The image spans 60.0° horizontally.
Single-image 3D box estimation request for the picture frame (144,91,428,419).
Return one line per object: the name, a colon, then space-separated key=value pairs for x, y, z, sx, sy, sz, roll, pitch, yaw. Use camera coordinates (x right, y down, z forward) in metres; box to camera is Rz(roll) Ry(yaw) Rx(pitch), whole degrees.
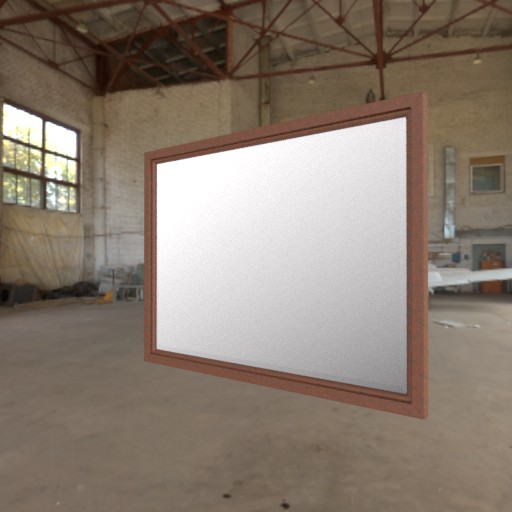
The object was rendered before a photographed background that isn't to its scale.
picture frame: x=0.000 y=0.000 z=1.785 sx=1.329 sy=1.018 sz=0.045 roll=0 pitch=-1 yaw=37
